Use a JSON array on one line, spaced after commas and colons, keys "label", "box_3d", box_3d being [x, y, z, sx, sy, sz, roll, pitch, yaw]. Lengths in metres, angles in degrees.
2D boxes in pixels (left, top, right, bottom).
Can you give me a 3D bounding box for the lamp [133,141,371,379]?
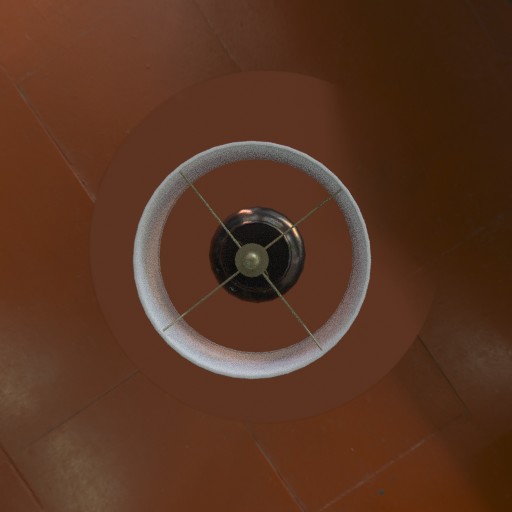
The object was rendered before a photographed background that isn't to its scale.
[{"label": "lamp", "box_3d": [0.000, 0.000, 0.549, 0.239, 0.399, 0.239, 0, 91, 1]}]
